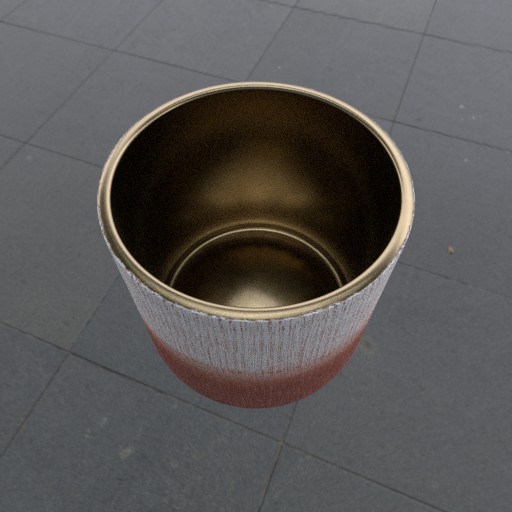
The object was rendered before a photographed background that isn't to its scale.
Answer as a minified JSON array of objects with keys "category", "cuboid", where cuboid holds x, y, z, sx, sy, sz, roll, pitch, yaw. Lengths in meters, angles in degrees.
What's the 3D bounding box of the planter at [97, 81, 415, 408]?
[{"category":"planter","cuboid":[0.000,0.000,0.390,0.221,0.201,0.221,0,57,0]}]
